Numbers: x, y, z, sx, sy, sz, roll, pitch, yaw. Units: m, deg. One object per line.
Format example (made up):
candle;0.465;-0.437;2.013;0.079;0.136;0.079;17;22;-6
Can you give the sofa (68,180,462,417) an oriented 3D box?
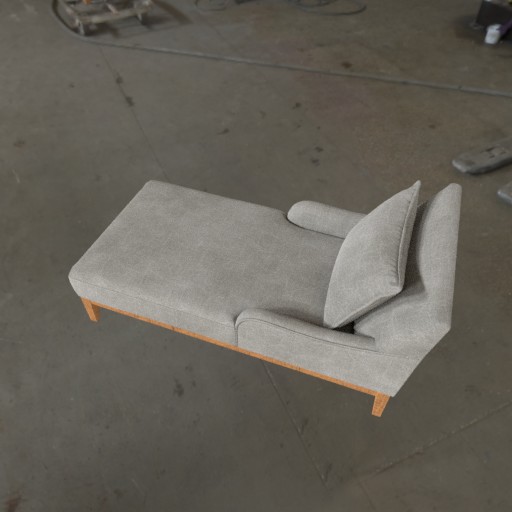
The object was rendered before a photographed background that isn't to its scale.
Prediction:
sofa;0.000;0.000;2.326;1.779;0.859;0.894;15;48;14
